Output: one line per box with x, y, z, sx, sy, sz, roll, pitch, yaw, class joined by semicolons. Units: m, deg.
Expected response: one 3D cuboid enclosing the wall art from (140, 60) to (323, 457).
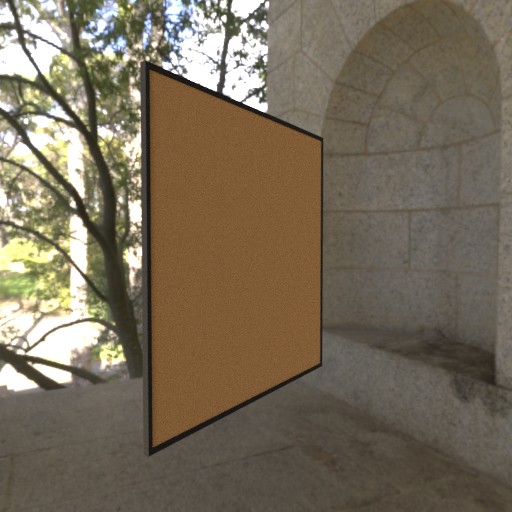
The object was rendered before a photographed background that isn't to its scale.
0.000;0.000;1.018;0.015;0.663;0.664;1;2;34;wall art
